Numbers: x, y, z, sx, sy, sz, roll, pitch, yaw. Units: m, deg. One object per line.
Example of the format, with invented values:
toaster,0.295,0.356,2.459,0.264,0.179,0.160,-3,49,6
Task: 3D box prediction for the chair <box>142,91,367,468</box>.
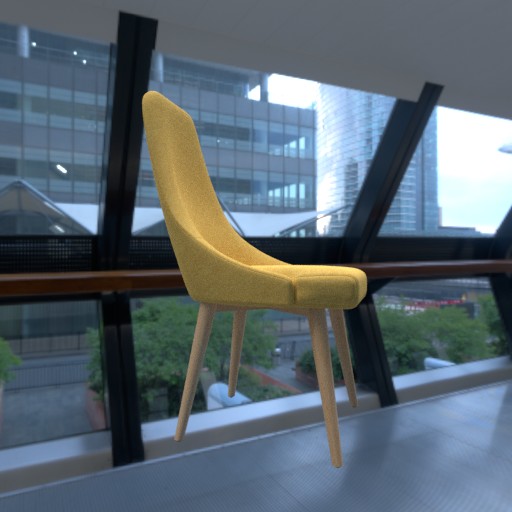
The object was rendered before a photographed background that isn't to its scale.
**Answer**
chair,0.000,0.000,1.395,0.660,1.040,0.510,0,-1,17
